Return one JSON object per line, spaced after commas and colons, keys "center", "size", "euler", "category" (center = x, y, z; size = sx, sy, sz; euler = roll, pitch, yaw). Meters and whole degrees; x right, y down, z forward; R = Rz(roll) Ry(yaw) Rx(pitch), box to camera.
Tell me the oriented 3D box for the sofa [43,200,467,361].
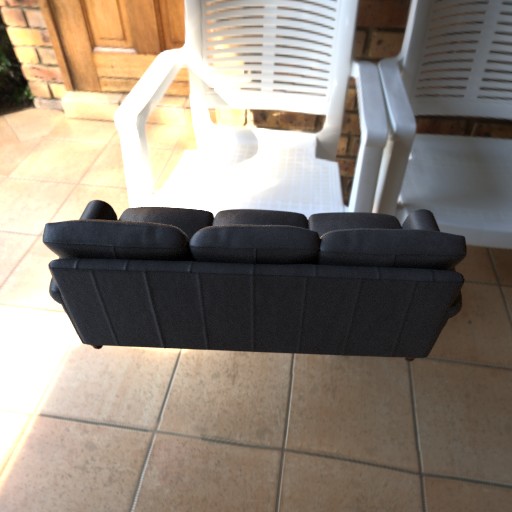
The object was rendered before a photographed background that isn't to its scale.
{"center": [0.000, 0.000, 2.849], "size": [2.387, 0.977, 0.974], "euler": [2, 45, 2], "category": "sofa"}
